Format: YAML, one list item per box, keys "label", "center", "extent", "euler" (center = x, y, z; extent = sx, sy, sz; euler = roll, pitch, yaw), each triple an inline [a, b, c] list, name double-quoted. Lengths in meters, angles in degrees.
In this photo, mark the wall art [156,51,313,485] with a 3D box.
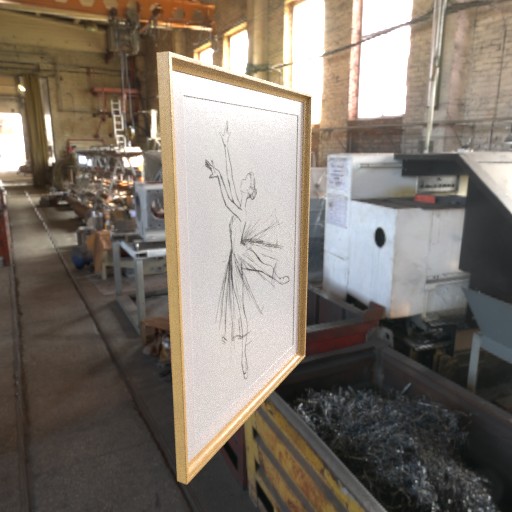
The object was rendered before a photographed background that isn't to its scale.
- label: "wall art"
  center: [0.000, 0.000, 1.340]
  extent: [0.030, 1.002, 0.798]
  euler: [7, 15, 27]
